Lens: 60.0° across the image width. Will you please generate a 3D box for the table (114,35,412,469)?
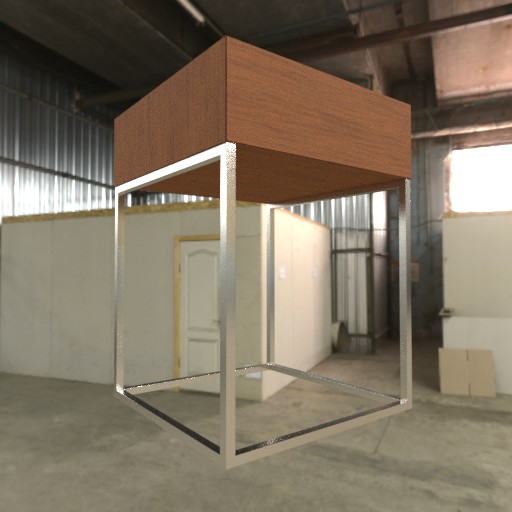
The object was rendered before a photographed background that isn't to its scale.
[{"bbox_3d":[0.000,0.000,0.827,0.397,0.540,0.398,1,-2,-37],"label":"table"}]
